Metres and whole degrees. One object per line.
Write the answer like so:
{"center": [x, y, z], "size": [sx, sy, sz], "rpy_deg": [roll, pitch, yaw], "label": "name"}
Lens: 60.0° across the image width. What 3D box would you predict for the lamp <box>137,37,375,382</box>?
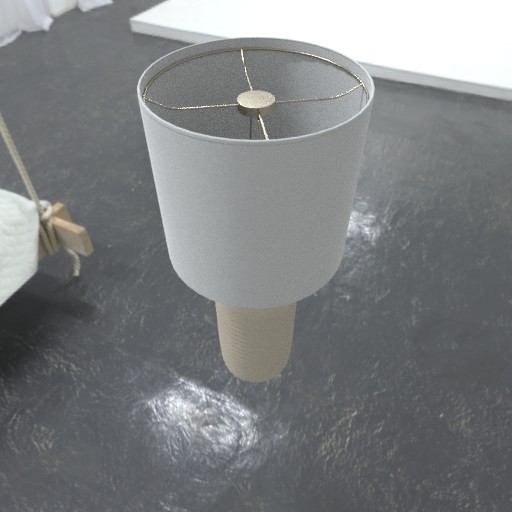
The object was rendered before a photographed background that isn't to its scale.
{"center": [0.000, 0.000, 0.587], "size": [0.220, 0.475, 0.220], "rpy_deg": [4, 46, 4], "label": "lamp"}
